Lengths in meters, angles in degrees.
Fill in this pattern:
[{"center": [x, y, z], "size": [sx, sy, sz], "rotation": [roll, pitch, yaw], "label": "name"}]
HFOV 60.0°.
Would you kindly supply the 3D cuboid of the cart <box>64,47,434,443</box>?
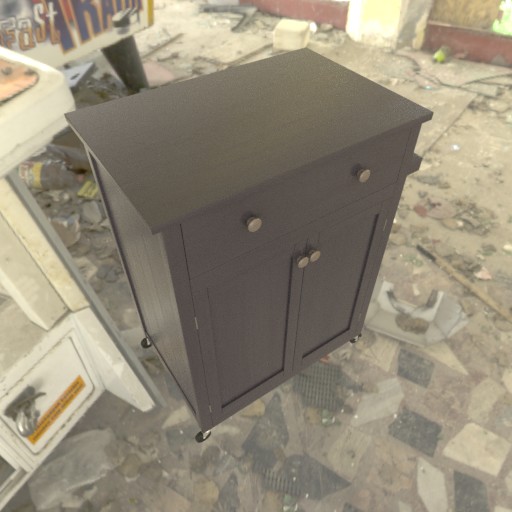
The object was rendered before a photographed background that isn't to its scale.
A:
[{"center": [0.000, 0.000, 1.261], "size": [0.690, 0.878, 0.449], "rotation": [-26, 51, -23], "label": "cart"}]
